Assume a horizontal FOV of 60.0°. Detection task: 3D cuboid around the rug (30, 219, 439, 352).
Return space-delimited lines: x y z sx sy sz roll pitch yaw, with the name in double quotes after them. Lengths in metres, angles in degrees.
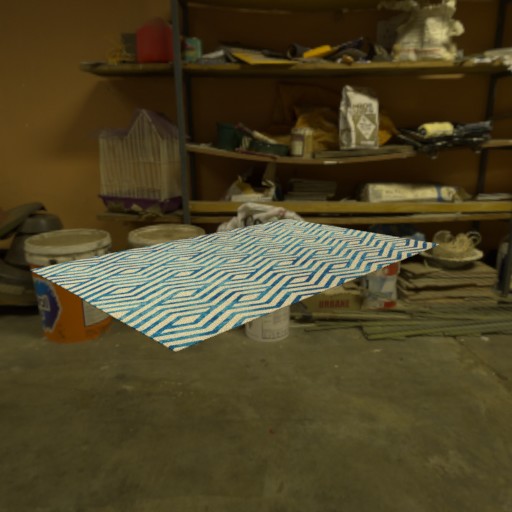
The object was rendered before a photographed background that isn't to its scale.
0.000 0.000 3.063 1.531 0.008 2.439 15 21 43 "rug"
